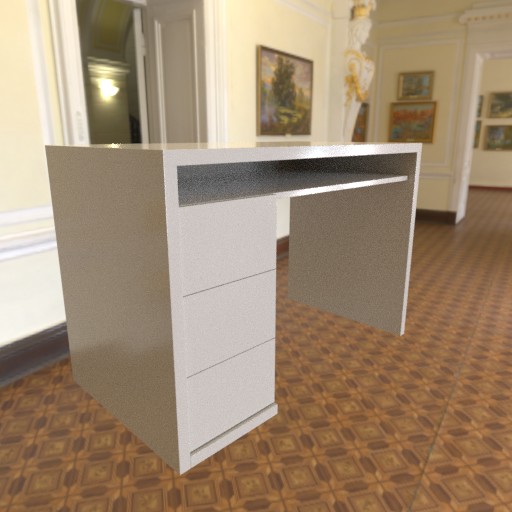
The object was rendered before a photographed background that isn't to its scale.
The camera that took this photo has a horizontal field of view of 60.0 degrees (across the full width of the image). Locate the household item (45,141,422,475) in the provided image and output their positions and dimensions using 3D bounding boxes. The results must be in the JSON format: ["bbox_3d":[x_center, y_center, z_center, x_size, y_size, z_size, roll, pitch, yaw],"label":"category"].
[{"bbox_3d":[0.000,0.000,1.527,1.100,0.749,0.597,-15,21,-43],"label":"household item"}]
